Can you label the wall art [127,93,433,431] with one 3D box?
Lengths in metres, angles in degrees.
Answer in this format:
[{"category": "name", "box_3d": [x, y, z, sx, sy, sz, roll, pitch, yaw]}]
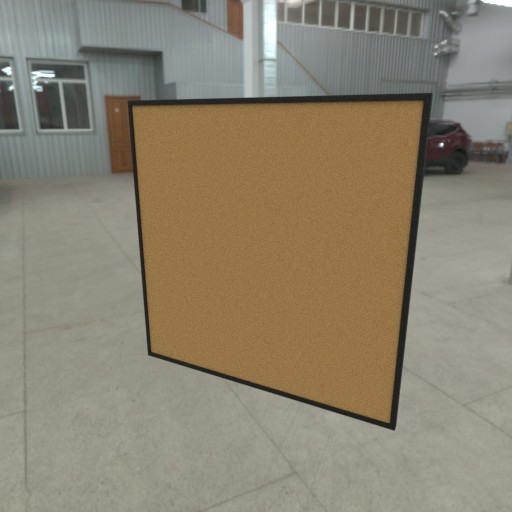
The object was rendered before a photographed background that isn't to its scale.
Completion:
[{"category": "wall art", "box_3d": [0.000, 0.000, 0.679, 0.458, 0.457, 0.013, 9, 19, 27]}]
